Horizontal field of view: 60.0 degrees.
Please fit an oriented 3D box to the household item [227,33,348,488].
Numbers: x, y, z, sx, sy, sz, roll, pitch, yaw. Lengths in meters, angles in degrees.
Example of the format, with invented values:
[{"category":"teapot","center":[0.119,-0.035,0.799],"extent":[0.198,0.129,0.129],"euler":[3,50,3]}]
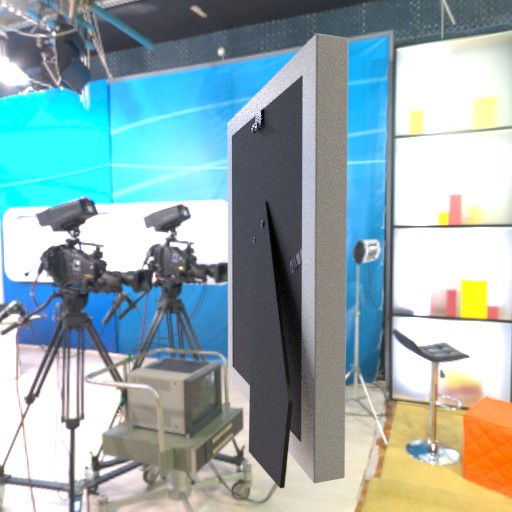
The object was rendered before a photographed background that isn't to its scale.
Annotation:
[{"category":"household item","center":[0.000,0.000,0.339],"extent":[0.045,0.250,0.200],"euler":[-1,3,-18]}]
